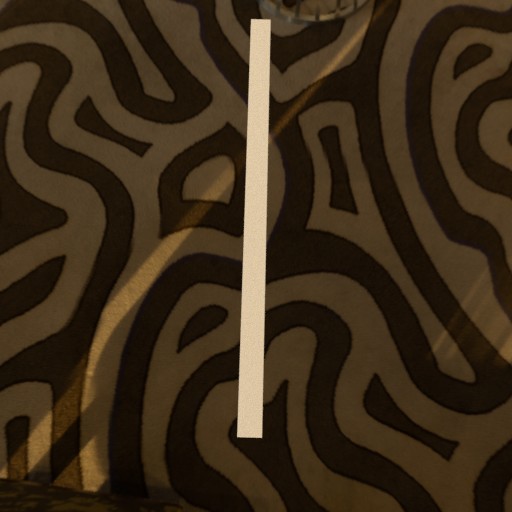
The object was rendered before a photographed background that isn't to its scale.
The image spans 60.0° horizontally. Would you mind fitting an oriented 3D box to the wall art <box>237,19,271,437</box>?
[{"bbox_3d":[0.000,0.000,1.142,0.038,0.762,0.762,1,76,0],"label":"wall art"}]
